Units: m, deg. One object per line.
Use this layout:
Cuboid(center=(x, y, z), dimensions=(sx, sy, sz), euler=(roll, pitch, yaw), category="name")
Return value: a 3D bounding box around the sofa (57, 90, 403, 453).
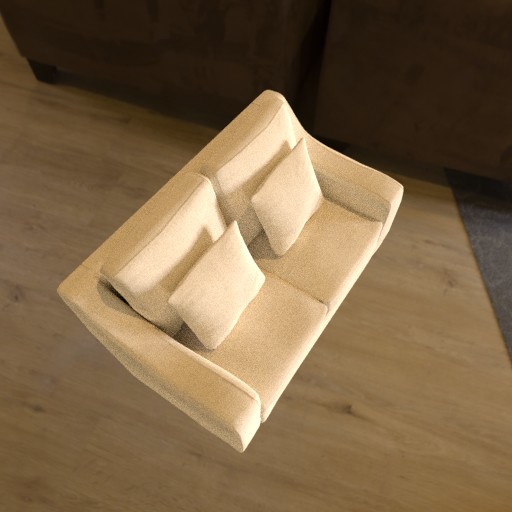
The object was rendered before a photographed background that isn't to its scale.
Cuboid(center=(0.000, 0.000, 2.492), dimensions=(1.040, 1.047, 1.744), euler=(31, 63, 18), category="sofa")
